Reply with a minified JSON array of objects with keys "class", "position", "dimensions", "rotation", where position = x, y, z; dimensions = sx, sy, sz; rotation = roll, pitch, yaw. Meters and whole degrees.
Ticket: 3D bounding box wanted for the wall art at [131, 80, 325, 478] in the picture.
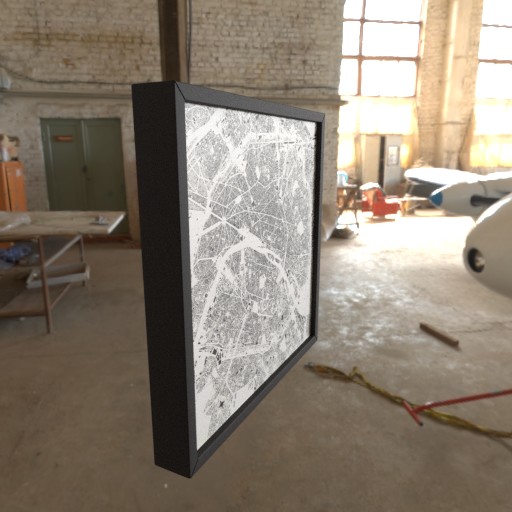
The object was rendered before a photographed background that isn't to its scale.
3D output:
[{"class":"wall art","position":[0.000,0.000,0.464],"dimensions":[0.037,0.305,0.305],"rotation":[7,15,27]}]
